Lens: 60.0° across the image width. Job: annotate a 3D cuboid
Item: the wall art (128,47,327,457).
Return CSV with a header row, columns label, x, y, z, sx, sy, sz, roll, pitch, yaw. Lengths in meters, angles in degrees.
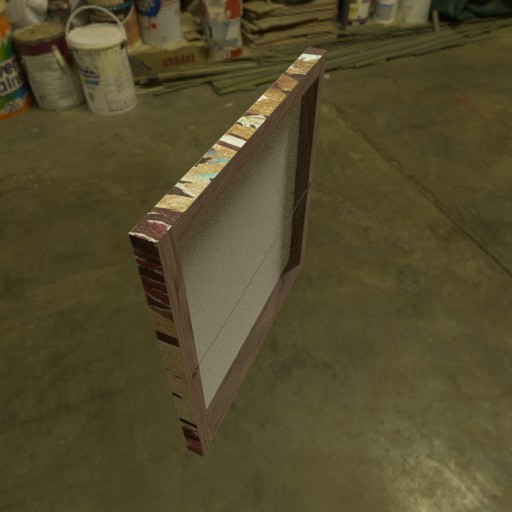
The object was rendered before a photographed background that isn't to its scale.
label,x,y,z,sx,sy,sz,roll,pitch,yaw
wall art,0.000,0.000,0.905,0.041,0.613,0.609,18,48,17
